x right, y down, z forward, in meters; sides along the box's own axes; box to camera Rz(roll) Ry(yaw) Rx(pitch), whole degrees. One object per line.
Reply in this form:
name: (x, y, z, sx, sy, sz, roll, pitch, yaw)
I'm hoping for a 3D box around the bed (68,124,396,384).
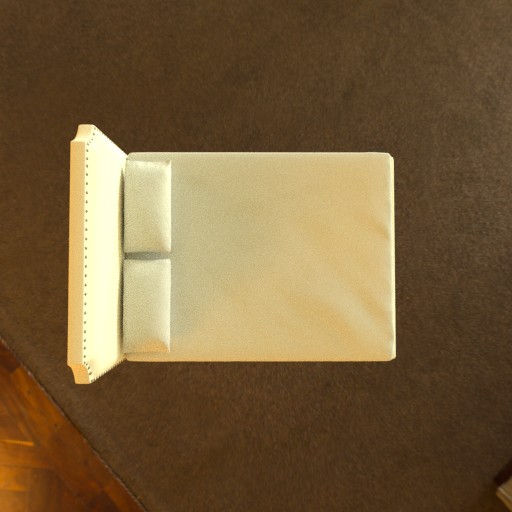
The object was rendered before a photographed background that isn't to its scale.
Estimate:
bed: (0.000, 0.000, 3.457, 2.329, 1.415, 1.703, 0, 88, 0)
